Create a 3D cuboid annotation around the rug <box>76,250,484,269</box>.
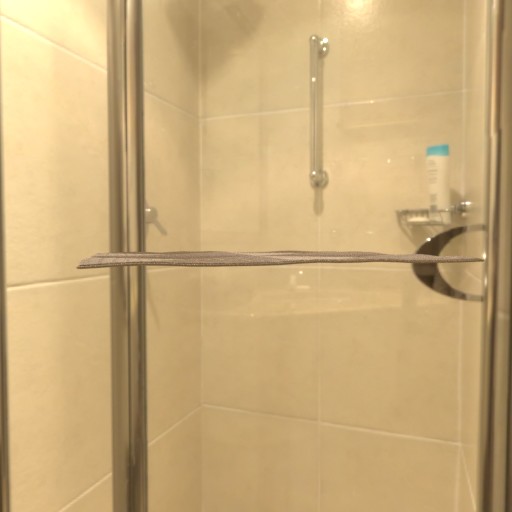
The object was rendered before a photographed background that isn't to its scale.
[{"bbox_3d":[0.000,0.000,0.909,0.642,0.008,0.551,-1,2,-17],"label":"rug"}]
